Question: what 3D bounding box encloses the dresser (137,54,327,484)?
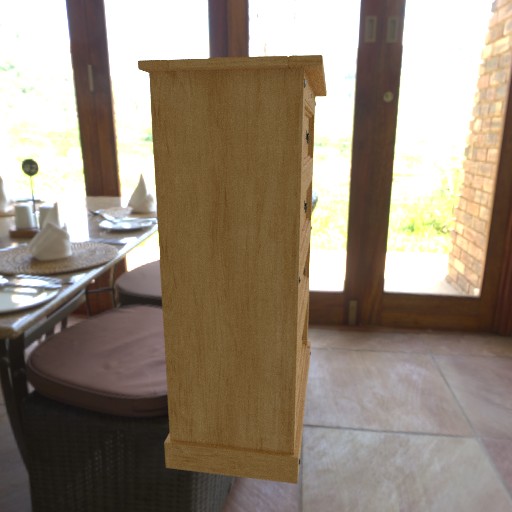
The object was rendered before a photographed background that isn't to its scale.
[{"bbox_3d":[0.000,0.000,1.733,0.485,1.300,0.915,2,15,9],"label":"dresser"}]
